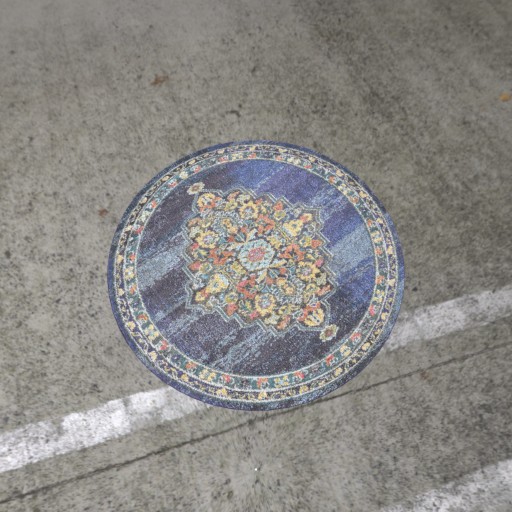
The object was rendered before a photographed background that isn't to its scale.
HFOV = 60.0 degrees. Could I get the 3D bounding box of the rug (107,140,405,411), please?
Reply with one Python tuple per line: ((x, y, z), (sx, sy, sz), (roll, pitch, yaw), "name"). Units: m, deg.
((0.000, 0.000, 2.395), (1.591, 0.010, 1.591), (0, 64, 0), "rug")
